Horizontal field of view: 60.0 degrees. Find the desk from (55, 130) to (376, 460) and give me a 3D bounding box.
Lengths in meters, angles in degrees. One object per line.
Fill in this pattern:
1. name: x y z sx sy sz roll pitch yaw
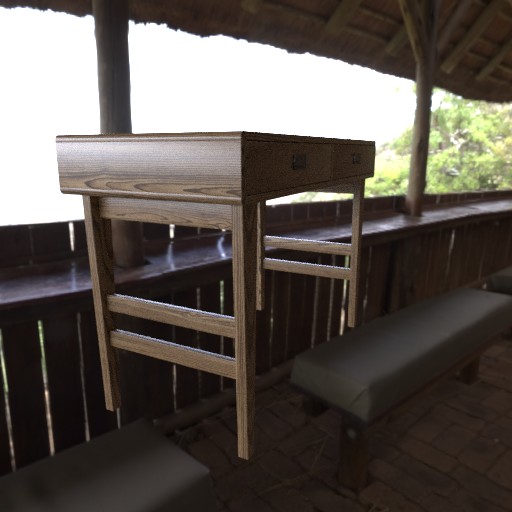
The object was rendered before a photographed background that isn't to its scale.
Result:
1. desk: 0.000 0.000 1.471 0.508 0.755 1.067 7 15 27
